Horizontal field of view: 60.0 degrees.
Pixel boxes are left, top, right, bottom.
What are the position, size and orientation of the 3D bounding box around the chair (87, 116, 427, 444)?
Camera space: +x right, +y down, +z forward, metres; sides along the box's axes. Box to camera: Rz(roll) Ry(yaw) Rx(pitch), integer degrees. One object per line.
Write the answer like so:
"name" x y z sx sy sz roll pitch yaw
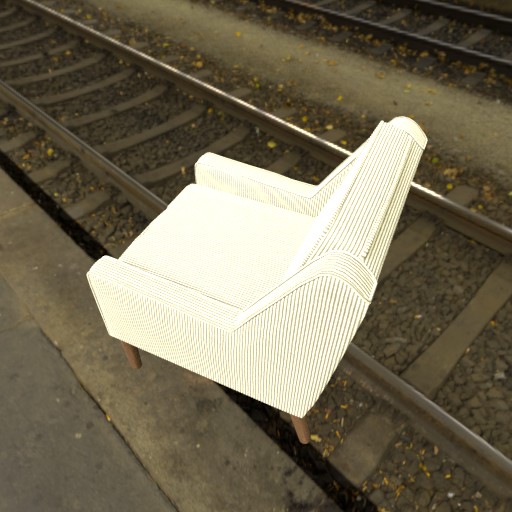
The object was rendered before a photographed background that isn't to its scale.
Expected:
"chair" 0.000 0.000 1.338 0.743 0.792 0.663 18 47 17
